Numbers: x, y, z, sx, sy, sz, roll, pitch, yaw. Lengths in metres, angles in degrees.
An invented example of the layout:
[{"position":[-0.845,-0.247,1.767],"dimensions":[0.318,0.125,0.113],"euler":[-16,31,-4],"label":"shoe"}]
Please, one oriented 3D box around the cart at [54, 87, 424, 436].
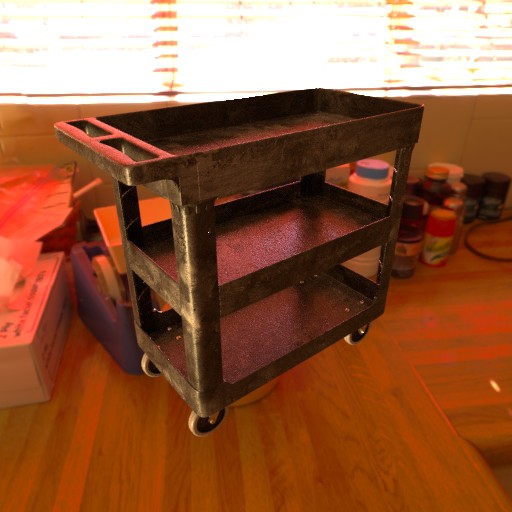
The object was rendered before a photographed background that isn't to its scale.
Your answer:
[{"position":[0.000,0.000,1.318],"dimensions":[0.877,0.824,0.420],"euler":[-21,35,-33],"label":"cart"}]
